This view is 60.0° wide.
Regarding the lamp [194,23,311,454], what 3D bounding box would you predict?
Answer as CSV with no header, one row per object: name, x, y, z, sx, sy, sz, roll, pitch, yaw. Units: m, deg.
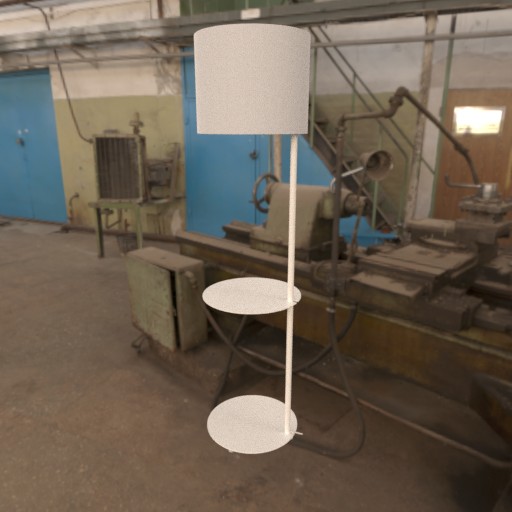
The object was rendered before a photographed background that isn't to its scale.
lamp,0.000,0.000,1.622,0.405,1.465,0.372,8,18,25
